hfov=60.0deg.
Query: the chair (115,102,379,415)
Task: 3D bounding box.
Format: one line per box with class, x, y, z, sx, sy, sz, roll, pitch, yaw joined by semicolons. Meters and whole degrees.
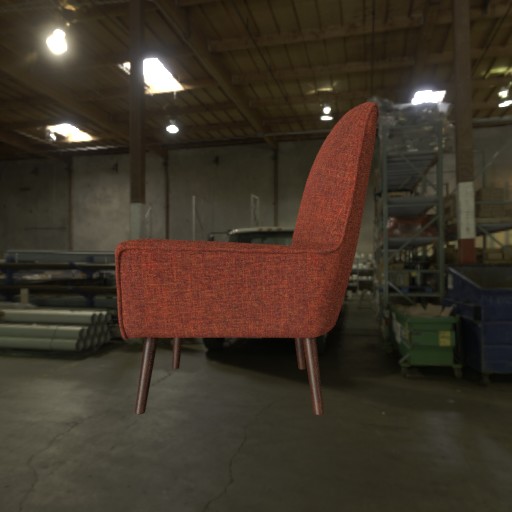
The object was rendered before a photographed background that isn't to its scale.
chair;0.000;0.000;1.544;0.784;0.911;0.803;0;-1;1
